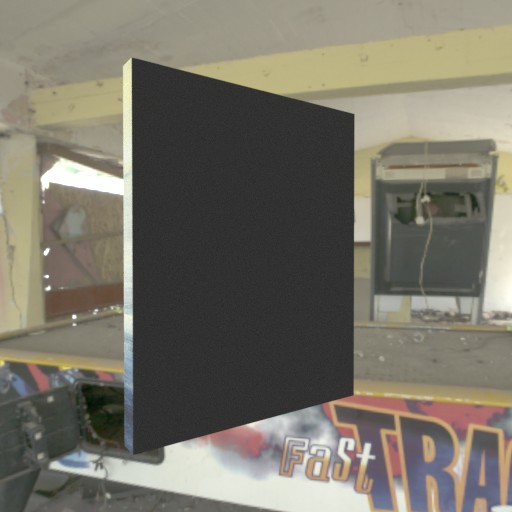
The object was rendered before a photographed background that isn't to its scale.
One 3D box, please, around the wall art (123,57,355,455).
[{"bbox_3d":[0.000,0.000,0.834,0.489,0.608,0.040,-1,1,-35],"label":"wall art"}]
